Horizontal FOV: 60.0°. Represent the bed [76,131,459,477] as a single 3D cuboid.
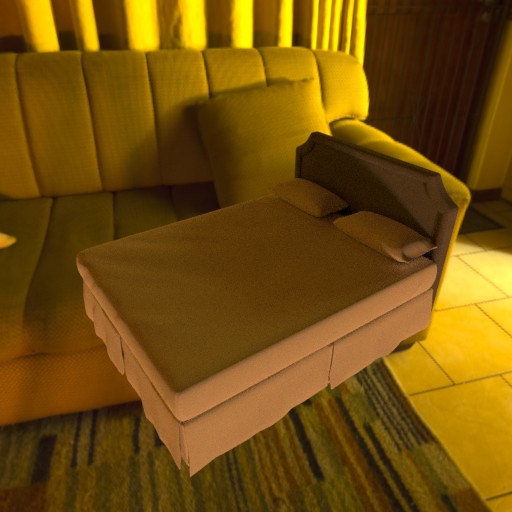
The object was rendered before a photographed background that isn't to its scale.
[{"bbox_3d":[0.000,0.000,3.584,2.464,1.306,1.977,-20,37,-30],"label":"bed"}]
